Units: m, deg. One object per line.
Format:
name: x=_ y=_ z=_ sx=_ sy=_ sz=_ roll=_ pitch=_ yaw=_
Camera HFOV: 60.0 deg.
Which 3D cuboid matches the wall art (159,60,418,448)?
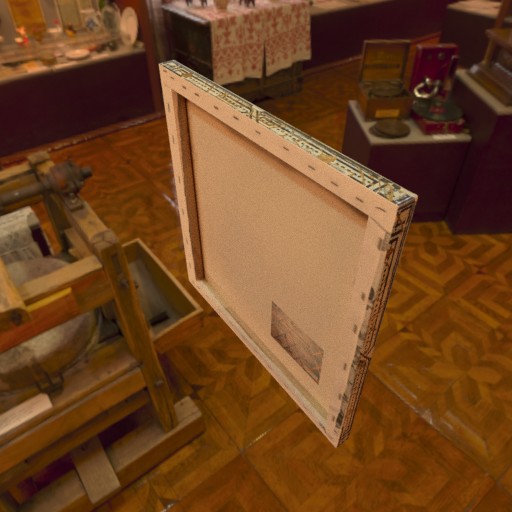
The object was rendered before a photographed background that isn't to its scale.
wall art: x=0.000 y=0.000 z=0.904 sx=0.036 sy=0.607 sz=0.609 roll=-26 pitch=48 yaw=-26
